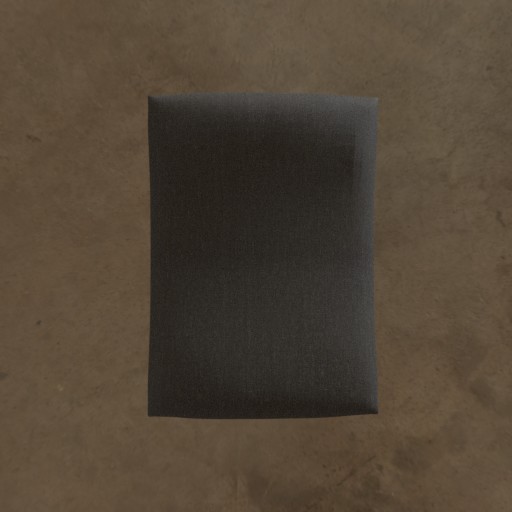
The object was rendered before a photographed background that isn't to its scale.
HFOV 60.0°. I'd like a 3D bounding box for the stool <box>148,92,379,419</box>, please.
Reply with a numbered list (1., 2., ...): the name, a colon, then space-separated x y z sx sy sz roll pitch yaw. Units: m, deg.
1. stool: 0.000 0.000 0.997 0.366 0.748 0.502 0 90 -2
